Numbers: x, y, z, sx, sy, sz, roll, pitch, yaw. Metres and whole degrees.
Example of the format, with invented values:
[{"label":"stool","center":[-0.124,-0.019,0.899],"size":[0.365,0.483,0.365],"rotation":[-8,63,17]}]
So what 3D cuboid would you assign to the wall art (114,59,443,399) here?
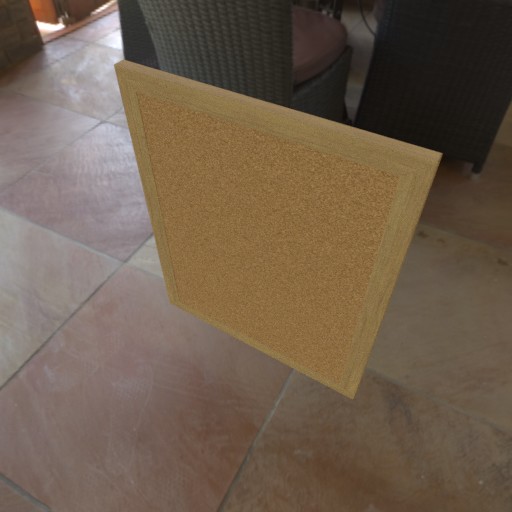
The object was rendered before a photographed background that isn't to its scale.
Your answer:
[{"label":"wall art","center":[0.000,0.000,0.759],"size":[0.460,0.561,0.020],"rotation":[24,51,21]}]
